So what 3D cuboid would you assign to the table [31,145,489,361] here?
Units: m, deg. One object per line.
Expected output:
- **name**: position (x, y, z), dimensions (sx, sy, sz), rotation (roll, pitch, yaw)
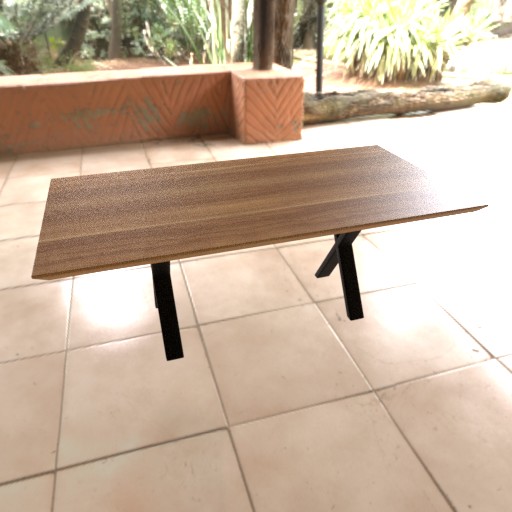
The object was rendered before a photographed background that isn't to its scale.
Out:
- **table**: position (0.000, 0.000, 2.442), dimensions (2.000, 0.770, 1.000), rotation (-9, 32, -15)
